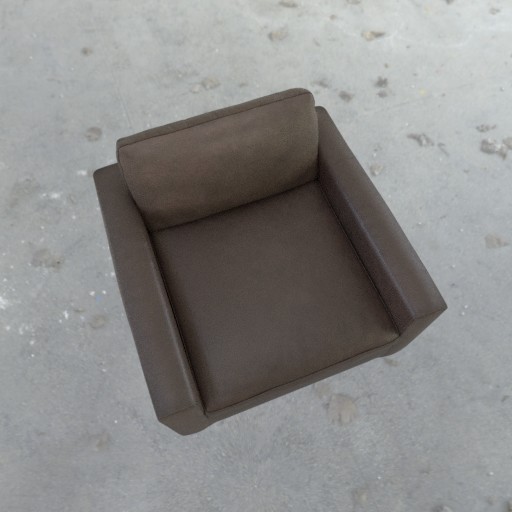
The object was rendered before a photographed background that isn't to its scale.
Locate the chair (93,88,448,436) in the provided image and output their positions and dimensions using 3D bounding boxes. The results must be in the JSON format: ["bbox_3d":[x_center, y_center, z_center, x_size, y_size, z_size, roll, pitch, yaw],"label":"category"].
[{"bbox_3d":[0.000,0.000,1.821,1.100,0.812,1.069,-19,64,-9],"label":"chair"}]
